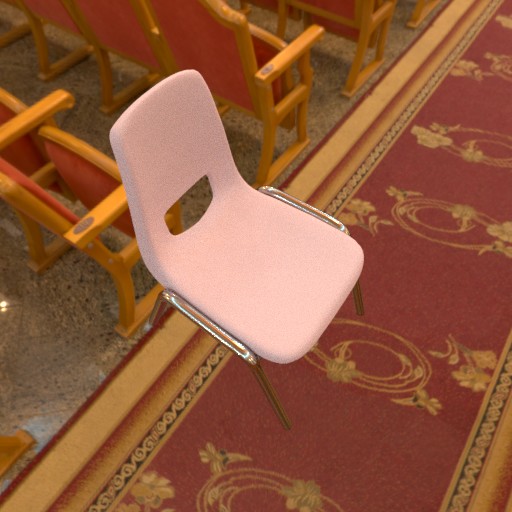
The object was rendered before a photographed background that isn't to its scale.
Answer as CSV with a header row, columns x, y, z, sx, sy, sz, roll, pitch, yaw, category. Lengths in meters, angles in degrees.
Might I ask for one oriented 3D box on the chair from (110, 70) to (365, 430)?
x,y,z,sx,sy,sz,roll,pitch,yaw,category
0.000,0.000,0.855,0.423,0.586,0.354,31,62,18,chair
